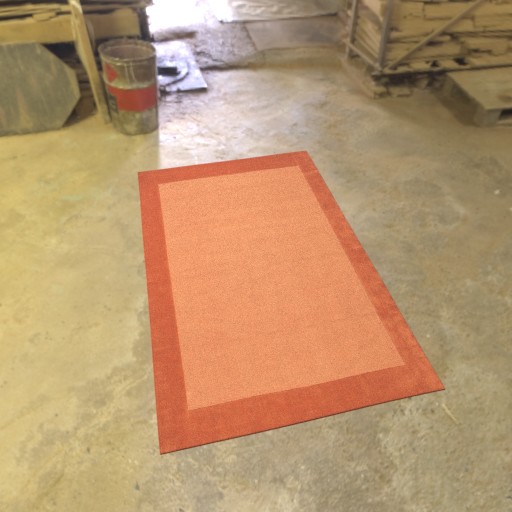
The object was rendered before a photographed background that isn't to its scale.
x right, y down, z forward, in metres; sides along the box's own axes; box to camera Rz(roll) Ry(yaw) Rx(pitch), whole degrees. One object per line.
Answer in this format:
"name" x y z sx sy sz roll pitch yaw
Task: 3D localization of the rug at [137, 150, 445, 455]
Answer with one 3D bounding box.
"rug" 0.000 0.000 3.099 1.524 0.014 2.438 -9 46 -9
